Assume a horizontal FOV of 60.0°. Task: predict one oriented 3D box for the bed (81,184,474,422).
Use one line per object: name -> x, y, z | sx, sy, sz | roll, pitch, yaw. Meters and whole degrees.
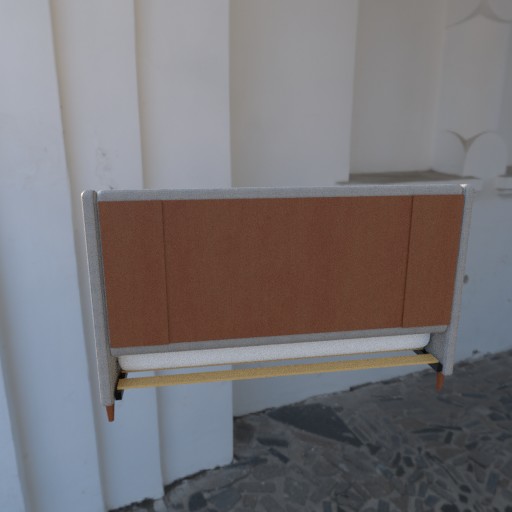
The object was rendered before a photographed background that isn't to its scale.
bed -> 0.000, 0.000, 3.506 | 2.062, 1.289, 2.342 | -2, 14, -9
